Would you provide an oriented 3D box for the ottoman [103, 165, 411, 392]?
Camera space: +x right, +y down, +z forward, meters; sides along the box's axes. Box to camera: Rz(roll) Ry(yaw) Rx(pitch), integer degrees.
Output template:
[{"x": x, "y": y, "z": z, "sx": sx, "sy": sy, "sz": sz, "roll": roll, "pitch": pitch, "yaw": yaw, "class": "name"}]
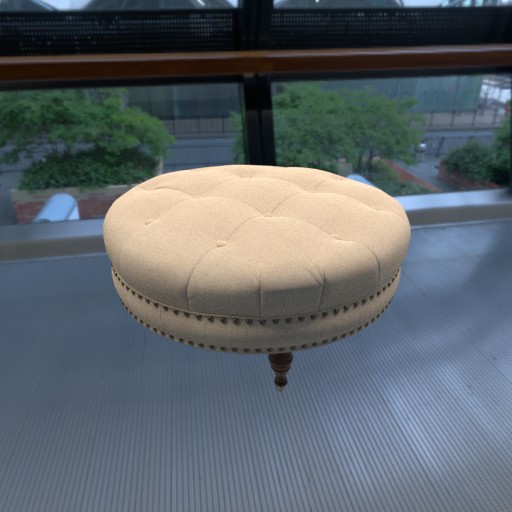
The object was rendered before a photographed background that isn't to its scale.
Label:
[{"x": 0.000, "y": 0.000, "z": 1.473, "sx": 0.940, "sy": 0.483, "sz": 0.940, "roll": 0, "pitch": 26, "yaw": 0, "class": "ottoman"}]
